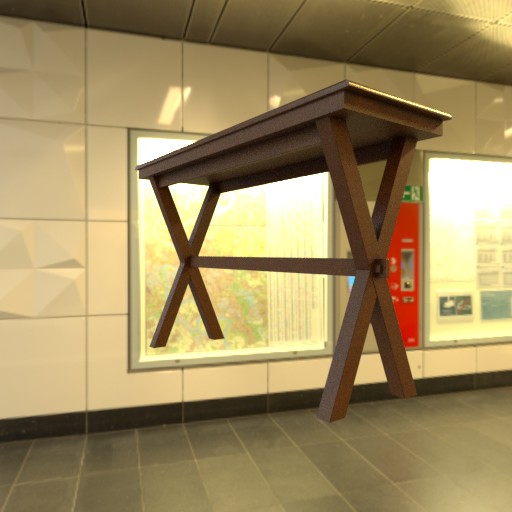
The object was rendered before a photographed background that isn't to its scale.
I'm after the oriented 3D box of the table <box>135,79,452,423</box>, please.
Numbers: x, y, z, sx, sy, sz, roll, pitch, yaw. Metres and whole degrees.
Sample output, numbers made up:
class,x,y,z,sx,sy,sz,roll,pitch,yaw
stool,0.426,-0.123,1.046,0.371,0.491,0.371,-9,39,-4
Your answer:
class,x,y,z,sx,sy,sz,roll,pitch,yaw
table,0.000,0.000,1.537,0.399,0.763,1.197,0,1,-37
